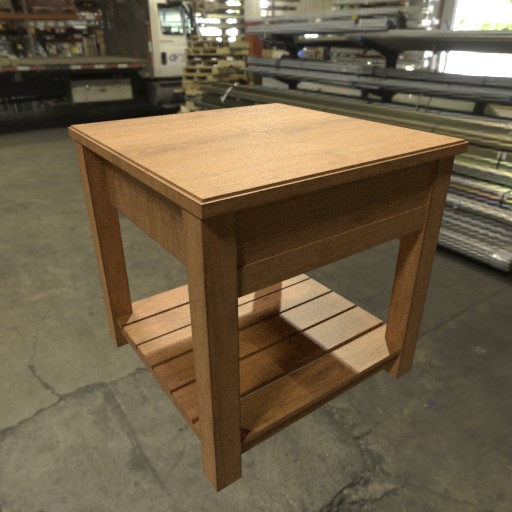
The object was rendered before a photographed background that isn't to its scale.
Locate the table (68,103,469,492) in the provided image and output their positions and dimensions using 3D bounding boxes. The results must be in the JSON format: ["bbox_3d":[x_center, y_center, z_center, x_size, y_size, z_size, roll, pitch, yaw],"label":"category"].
[{"bbox_3d":[0.000,0.000,1.077,0.612,0.593,0.616,-18,32,-31],"label":"table"}]
